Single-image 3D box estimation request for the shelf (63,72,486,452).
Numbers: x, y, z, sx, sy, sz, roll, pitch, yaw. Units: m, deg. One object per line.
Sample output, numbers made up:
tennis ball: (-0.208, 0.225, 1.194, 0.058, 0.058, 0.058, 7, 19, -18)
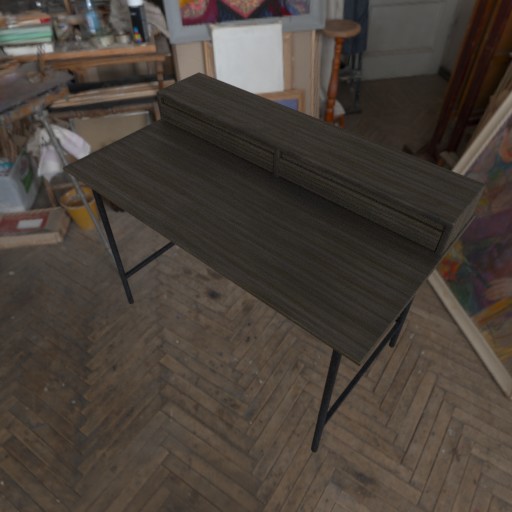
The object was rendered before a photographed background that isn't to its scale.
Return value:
shelf: (0.000, 0.000, 1.696, 1.212, 0.865, 0.685, 31, 53, 27)
